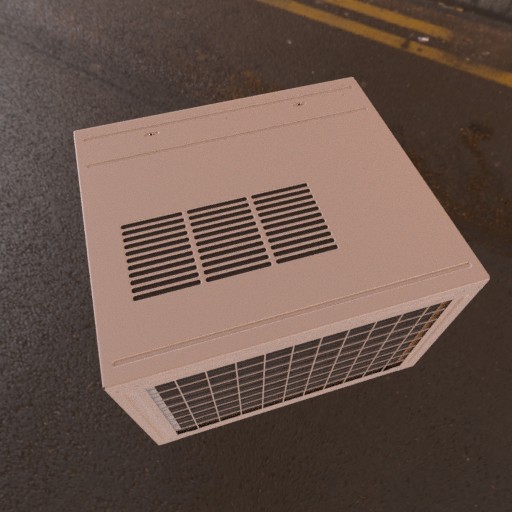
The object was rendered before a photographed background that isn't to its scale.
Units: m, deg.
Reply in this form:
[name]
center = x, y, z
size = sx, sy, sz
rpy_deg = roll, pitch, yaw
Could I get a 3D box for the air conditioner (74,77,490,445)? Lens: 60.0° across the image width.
[air conditioner]
center = 0.000, 0.000, 1.035
size = 0.645, 0.455, 0.599
rpy_deg = -14, 58, -9
